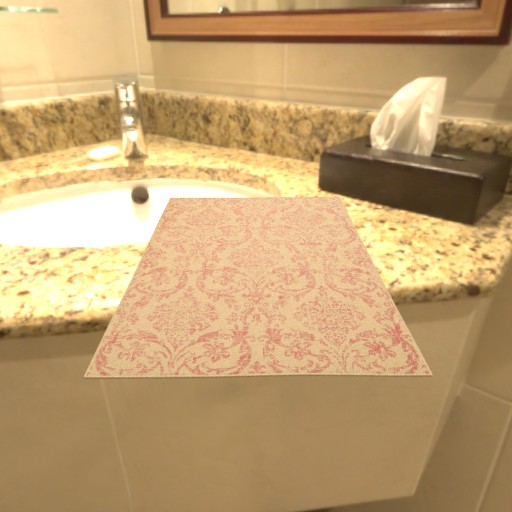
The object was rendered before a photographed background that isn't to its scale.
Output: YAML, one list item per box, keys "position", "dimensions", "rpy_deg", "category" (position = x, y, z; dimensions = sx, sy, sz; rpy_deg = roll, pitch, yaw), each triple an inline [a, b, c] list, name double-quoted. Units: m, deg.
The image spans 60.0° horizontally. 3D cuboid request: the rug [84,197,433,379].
- position: [0.000, 0.000, 3.520]
  dimensions: [1.819, 0.018, 2.746]
  rpy_deg: [0, 27, 0]
  category: "rug"
